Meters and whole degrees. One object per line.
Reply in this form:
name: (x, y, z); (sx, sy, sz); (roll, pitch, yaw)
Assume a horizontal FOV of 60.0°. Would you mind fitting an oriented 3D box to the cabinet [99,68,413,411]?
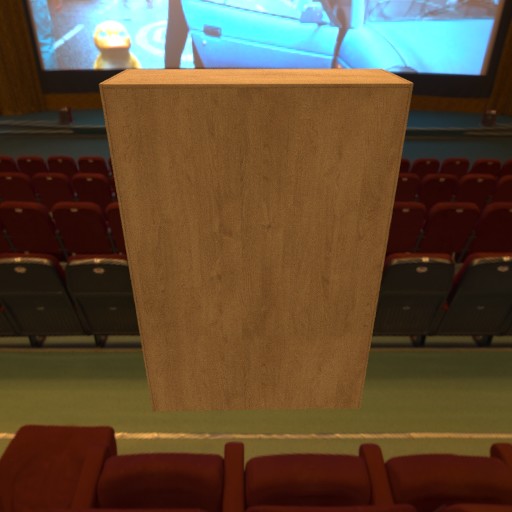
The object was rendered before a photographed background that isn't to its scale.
cabinet: (0.000, 0.000, 2.509); (1.290, 1.910, 0.510); (0, 29, -1)
